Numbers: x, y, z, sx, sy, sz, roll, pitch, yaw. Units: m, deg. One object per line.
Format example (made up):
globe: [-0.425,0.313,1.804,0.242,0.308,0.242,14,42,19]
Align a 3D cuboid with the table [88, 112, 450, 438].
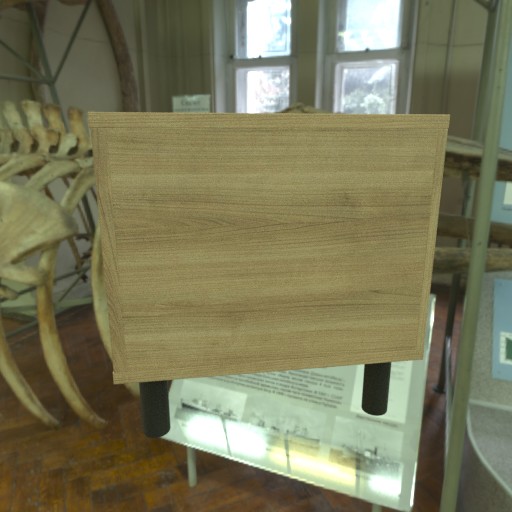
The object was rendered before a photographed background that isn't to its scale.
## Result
table: [0.000,0.000,0.777,0.445,0.460,0.380,-2,16,-9]
